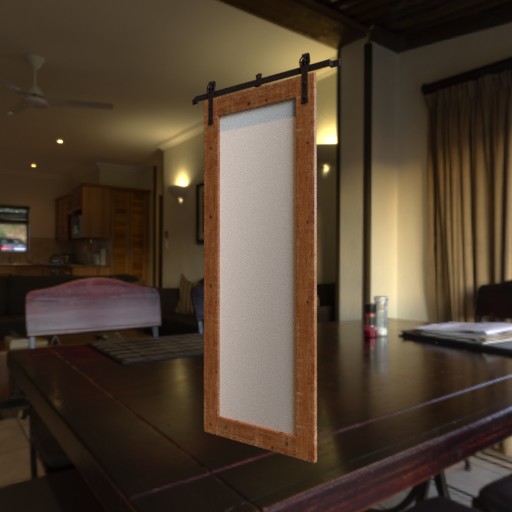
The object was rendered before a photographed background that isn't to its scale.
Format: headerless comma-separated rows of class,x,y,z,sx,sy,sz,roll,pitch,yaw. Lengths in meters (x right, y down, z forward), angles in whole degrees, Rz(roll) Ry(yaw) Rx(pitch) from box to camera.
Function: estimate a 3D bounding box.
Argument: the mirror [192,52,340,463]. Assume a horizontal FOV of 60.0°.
mirror,0.000,0.000,2.112,0.847,1.793,0.042,0,-1,34
